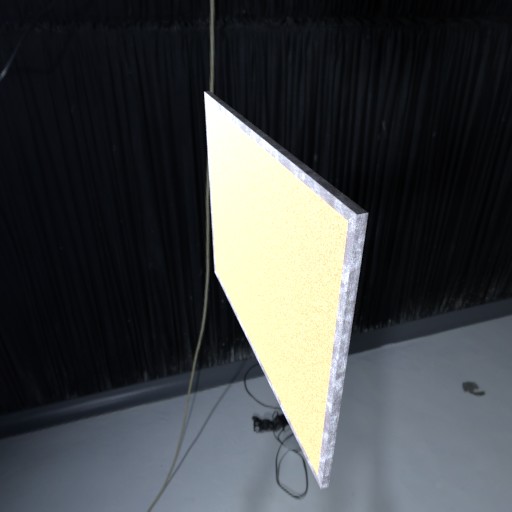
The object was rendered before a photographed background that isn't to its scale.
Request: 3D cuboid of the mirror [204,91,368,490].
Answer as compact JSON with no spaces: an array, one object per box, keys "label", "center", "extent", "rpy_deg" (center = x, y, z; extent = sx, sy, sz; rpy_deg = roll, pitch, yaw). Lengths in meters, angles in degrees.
[{"label":"mirror","center":[0.000,0.000,1.401],"extent":[0.022,0.795,1.101],"rpy_deg":[-10,33,-16]}]
